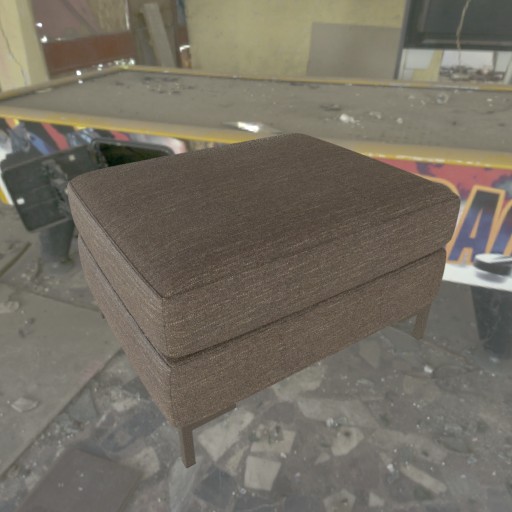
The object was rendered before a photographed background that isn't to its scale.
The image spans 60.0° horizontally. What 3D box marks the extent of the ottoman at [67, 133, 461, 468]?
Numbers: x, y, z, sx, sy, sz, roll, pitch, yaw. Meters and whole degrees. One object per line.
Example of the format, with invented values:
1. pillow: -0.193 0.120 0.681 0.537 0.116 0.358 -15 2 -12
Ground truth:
1. ottoman: 0.000 0.000 1.219 0.820 0.490 0.671 -19 36 -28
